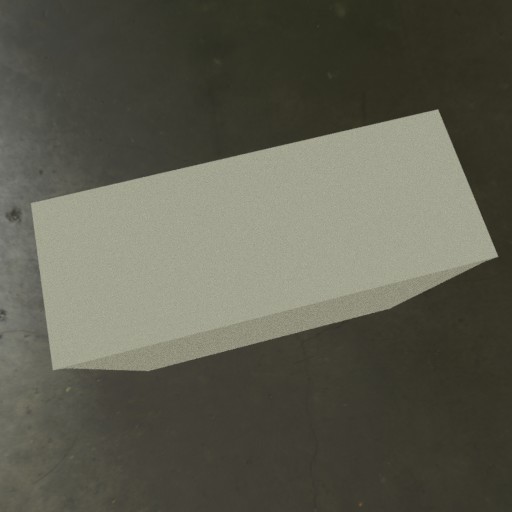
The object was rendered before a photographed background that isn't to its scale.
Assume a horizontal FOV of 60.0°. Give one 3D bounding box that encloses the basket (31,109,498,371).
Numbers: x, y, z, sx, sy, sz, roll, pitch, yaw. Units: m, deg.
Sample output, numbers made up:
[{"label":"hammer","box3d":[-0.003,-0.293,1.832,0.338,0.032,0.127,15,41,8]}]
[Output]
[{"label":"basket","box3d":[0.000,0.000,1.111,0.792,0.625,0.376,-14,75,-4]}]
